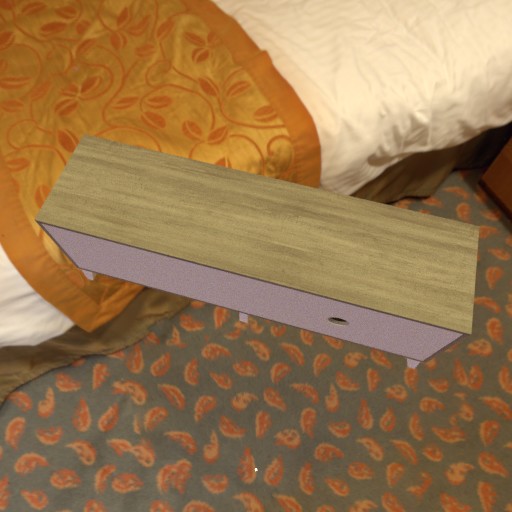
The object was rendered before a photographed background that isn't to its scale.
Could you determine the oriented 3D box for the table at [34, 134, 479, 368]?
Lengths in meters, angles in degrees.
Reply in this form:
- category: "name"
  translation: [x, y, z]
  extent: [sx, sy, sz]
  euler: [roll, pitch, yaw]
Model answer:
- category: "table"
  translation: [0.000, 0.000, 1.783]
  extent: [1.500, 0.530, 0.400]
  euler: [14, 65, 7]
